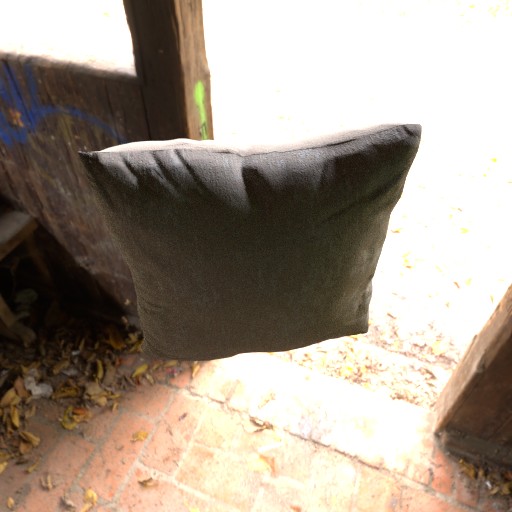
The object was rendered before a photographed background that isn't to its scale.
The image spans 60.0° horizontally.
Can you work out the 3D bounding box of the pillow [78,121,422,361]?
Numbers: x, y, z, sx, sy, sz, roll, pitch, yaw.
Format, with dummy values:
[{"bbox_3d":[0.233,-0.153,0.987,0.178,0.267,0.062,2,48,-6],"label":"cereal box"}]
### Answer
[{"bbox_3d":[0.000,0.000,0.722,0.450,0.448,0.245,-4,45,-4],"label":"pillow"}]
